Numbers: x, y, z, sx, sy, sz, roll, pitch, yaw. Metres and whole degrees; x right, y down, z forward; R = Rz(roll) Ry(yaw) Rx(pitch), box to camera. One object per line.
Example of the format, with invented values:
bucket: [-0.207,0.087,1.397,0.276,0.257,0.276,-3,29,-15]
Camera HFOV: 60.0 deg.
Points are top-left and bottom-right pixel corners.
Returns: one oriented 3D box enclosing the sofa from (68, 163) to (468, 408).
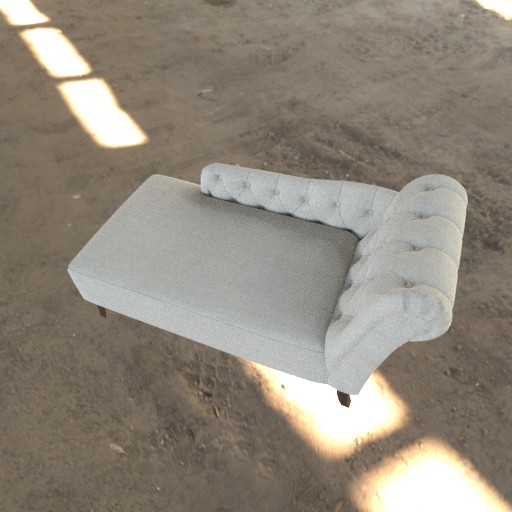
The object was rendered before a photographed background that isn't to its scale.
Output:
sofa: [0.000,0.000,1.784,1.379,0.787,0.675,17,50,15]
